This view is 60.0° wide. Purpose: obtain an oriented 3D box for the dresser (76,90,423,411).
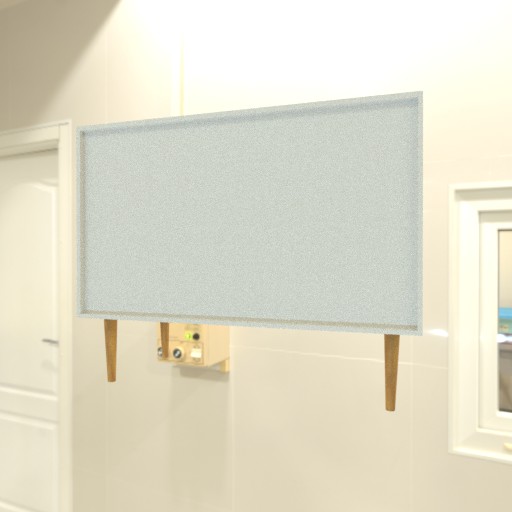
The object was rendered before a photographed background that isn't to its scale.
[{"bbox_3d":[0.000,0.000,1.316,0.905,0.721,0.457,0,0,18],"label":"dresser"}]
